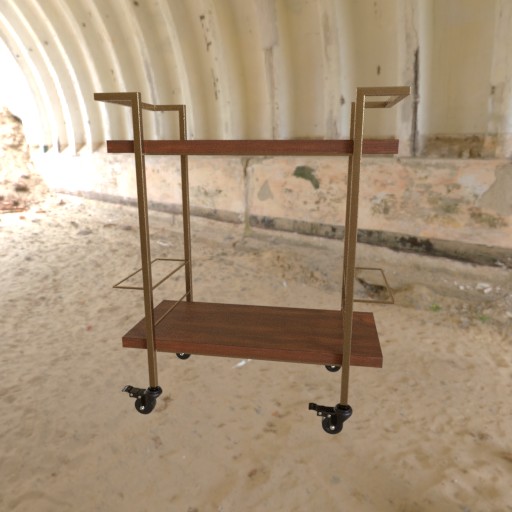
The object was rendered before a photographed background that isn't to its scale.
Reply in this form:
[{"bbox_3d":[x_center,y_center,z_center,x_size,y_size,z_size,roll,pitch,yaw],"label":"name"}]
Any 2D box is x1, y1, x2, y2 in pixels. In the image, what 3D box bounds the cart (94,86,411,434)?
[{"bbox_3d":[0.000,0.000,1.194,0.695,0.807,0.364,2,14,10],"label":"cart"}]
